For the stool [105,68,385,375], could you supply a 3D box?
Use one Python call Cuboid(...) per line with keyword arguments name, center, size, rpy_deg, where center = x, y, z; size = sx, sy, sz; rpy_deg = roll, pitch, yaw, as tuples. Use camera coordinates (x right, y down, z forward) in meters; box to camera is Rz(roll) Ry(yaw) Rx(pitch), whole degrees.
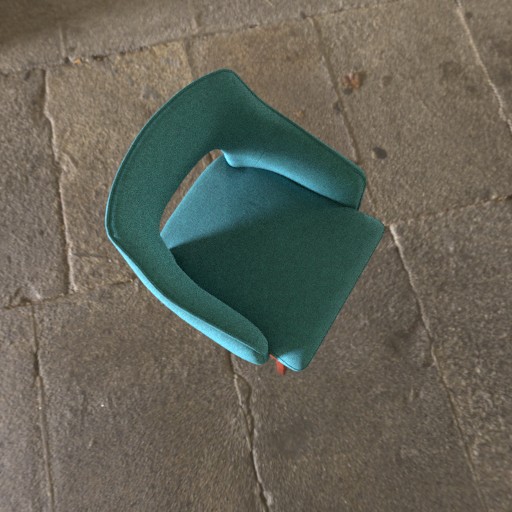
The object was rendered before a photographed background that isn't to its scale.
Cuboid(name="stool", center=(0.000, 0.000, 1.312), size=(0.556, 0.961, 0.548), rpy_deg=(31, 77, 8))
